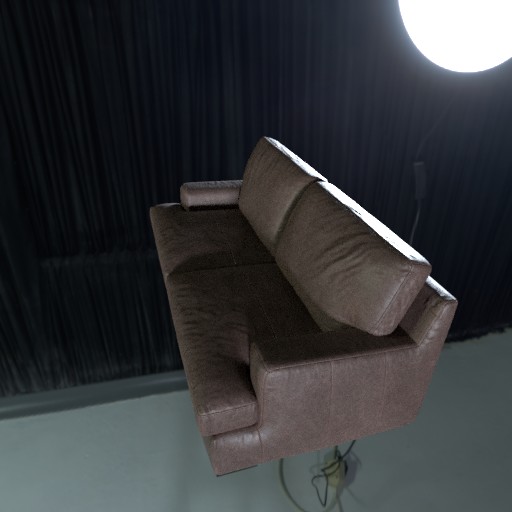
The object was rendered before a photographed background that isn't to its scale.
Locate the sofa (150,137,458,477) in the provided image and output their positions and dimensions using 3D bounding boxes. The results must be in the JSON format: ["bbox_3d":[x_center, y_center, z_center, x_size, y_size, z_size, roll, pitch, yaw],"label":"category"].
[{"bbox_3d":[0.000,0.000,2.759,1.143,0.941,2.261,-9,31,-15],"label":"sofa"}]
